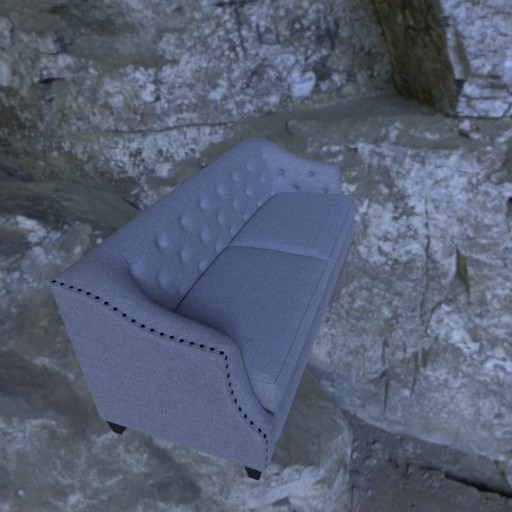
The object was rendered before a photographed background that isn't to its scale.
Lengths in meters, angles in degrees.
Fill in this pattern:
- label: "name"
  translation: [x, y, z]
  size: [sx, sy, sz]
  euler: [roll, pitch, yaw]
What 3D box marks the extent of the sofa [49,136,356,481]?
- label: "sofa"
  translation: [0.000, 0.000, 2.677]
  size: [0.914, 0.901, 2.235]
  euler: [10, 32, 17]
